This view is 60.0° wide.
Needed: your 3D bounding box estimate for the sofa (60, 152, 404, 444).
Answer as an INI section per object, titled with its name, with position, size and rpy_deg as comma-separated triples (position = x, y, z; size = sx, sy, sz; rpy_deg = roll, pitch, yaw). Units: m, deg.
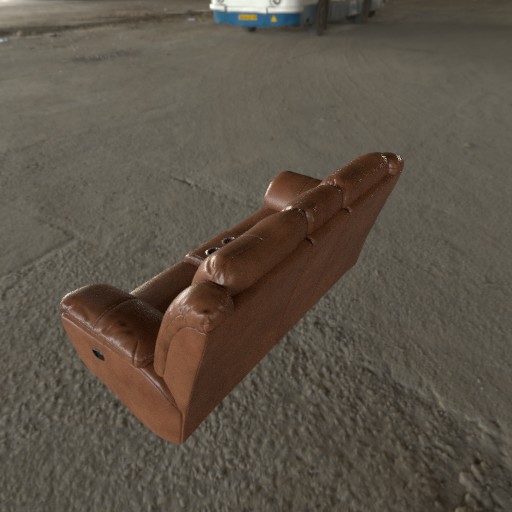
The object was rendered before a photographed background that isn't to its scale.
[sofa]
position = 0.000, 0.000, 2.649
size = 0.991, 1.043, 2.058
rpy_deg = 22, 39, 30
